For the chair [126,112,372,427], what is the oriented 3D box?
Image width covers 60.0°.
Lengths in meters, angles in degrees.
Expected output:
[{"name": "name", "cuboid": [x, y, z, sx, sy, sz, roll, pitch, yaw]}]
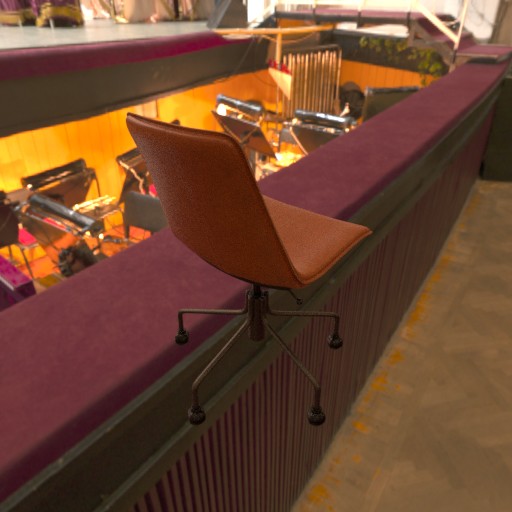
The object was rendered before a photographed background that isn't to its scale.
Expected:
[{"name": "chair", "cuboid": [0.000, 0.000, 1.352, 0.651, 0.920, 0.660, 22, 37, 32]}]
